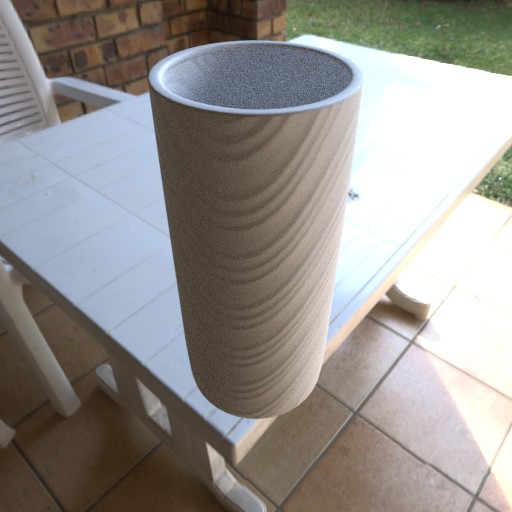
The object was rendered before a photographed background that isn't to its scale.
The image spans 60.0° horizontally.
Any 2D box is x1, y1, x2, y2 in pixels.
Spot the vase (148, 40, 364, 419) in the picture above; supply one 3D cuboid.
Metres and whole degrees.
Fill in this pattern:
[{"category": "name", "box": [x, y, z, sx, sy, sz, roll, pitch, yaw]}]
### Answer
[{"category": "vase", "box": [0.000, 0.000, 0.388, 0.143, 0.316, 0.143, 0, 41, 0]}]
